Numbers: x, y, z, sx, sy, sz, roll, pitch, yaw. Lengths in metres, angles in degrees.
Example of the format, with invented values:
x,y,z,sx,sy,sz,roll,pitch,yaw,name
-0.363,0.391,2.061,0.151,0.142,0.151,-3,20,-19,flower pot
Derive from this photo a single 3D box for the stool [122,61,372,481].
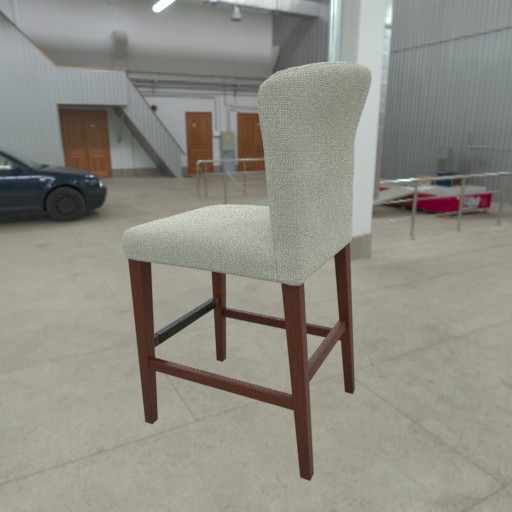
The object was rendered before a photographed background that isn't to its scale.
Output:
x,y,z,sx,sy,sz,roll,pitch,yaw,name
0.000,0.000,1.250,0.568,0.969,0.481,8,17,25,stool
